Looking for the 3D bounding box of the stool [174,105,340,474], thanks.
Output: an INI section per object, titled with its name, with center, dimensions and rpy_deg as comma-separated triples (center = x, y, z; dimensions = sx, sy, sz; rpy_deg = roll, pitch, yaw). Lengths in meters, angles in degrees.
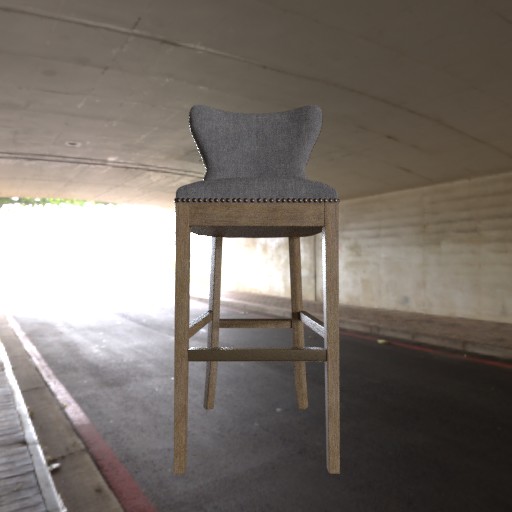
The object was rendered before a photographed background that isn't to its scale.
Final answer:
[stool]
center = 0.000, 0.000, 1.436
dimensions = 0.494, 1.123, 0.606
rpy_deg = 0, -1, 0
